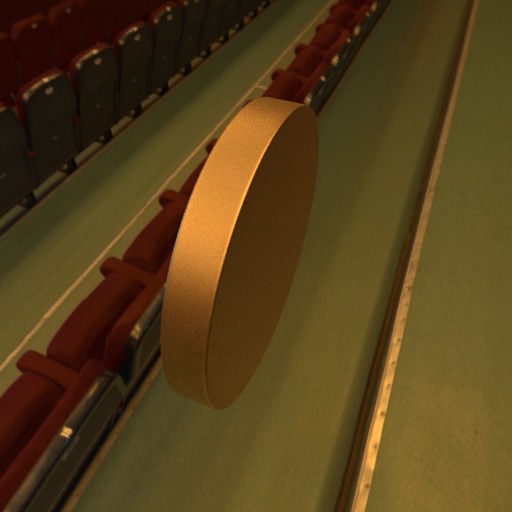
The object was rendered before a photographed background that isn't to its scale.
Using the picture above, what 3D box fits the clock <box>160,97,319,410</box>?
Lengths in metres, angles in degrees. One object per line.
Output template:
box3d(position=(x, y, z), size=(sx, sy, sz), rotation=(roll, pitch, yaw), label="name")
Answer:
box3d(position=(0.000, 0.000, 0.467), size=(0.040, 0.314, 0.314), rotation=(17, 49, 15), label="clock")
